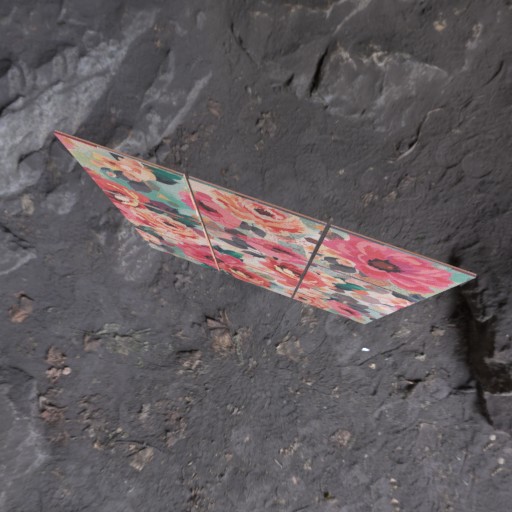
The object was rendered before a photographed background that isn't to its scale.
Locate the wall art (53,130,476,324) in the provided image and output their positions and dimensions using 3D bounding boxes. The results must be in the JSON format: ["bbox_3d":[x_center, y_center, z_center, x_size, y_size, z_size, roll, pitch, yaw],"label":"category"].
[{"bbox_3d":[0.000,0.000,2.239,1.521,1.519,0.013,20,76,5],"label":"wall art"}]
